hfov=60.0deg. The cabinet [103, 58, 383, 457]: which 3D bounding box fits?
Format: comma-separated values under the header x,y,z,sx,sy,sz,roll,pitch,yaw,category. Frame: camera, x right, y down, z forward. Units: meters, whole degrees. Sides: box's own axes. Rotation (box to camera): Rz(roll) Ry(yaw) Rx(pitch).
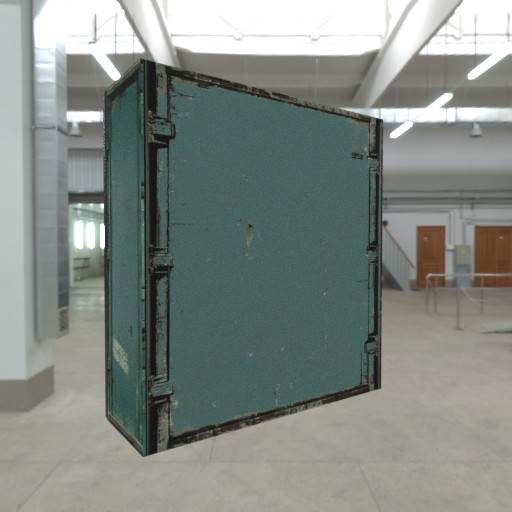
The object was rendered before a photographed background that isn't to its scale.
x,y,z,sx,sy,sz,roll,pitch,yaw,category
0.000,0.000,3.253,2.000,2.160,0.680,-1,2,-35,cabinet
